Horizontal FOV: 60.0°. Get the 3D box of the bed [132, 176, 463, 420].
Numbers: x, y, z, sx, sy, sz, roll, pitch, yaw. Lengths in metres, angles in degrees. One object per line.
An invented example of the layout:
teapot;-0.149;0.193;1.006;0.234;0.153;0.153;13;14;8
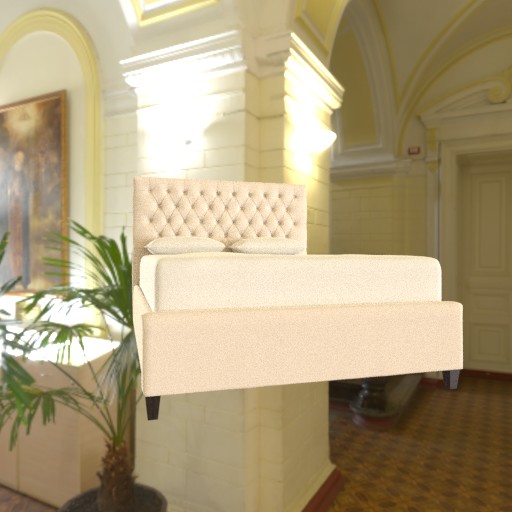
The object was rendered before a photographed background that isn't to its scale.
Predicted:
bed;0.000;0.000;3.200;1.696;1.426;2.233;0;0;-16
